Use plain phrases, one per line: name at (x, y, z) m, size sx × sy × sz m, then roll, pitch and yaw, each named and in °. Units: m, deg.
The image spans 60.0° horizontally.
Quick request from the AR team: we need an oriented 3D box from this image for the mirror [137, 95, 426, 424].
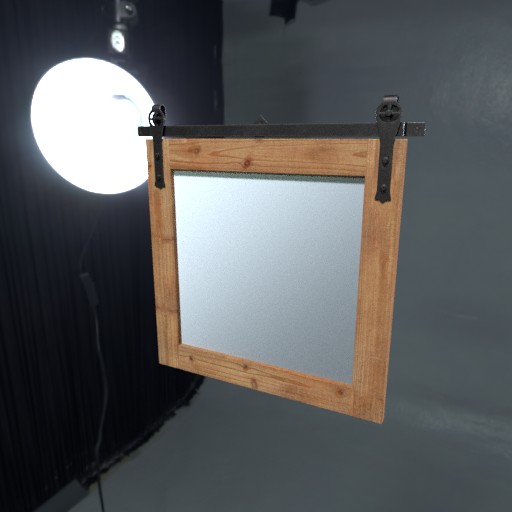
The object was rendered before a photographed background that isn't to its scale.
mirror at (0.000, 0.000, 1.207) m, size 0.805 × 0.800 × 0.054 m, roll 7°, pitch 17°, yaw 26°
